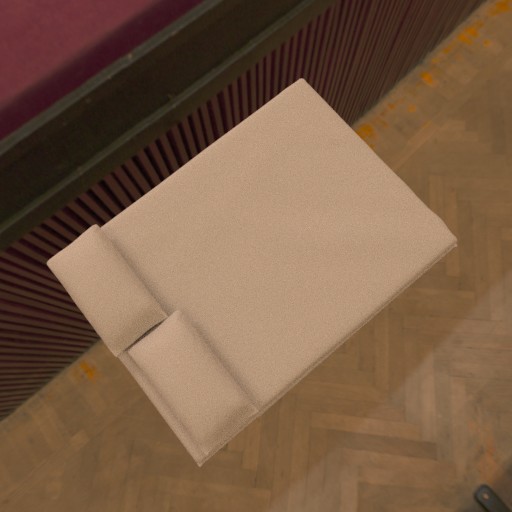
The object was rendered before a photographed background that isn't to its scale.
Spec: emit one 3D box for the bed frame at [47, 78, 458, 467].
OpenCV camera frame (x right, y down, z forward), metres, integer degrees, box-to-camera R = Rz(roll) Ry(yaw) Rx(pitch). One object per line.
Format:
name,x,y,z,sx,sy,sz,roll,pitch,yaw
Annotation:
bed frame,0.000,0.000,2.652,1.950,0.629,1.450,-39,80,-8
